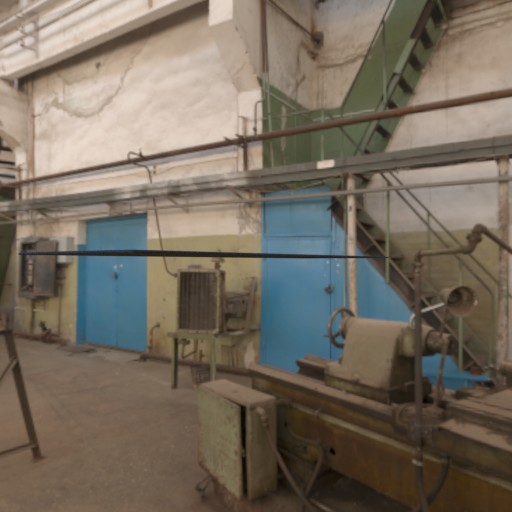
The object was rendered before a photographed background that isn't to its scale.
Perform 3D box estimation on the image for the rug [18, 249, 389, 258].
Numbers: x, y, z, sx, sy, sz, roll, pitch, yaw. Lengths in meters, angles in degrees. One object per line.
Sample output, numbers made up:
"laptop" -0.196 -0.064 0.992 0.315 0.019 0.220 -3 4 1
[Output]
"rug" 0.000 0.000 2.669 0.769 0.012 2.448 -1 -1 36
